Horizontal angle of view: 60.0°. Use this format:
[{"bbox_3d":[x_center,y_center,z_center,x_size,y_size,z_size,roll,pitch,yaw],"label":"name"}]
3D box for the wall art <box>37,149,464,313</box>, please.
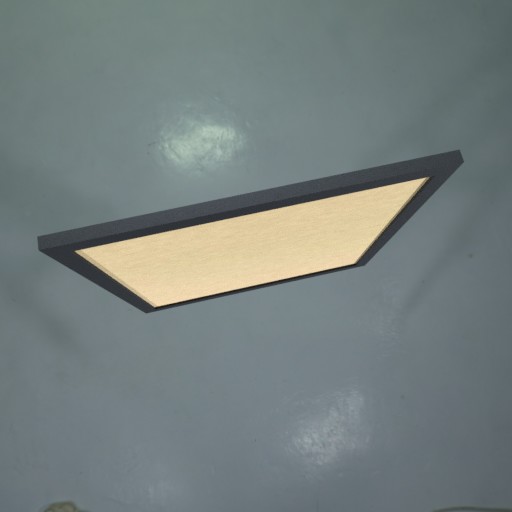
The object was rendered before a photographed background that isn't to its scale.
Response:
[{"bbox_3d":[0.000,0.000,0.537,0.358,0.357,0.012,-12,75,-3],"label":"wall art"}]
